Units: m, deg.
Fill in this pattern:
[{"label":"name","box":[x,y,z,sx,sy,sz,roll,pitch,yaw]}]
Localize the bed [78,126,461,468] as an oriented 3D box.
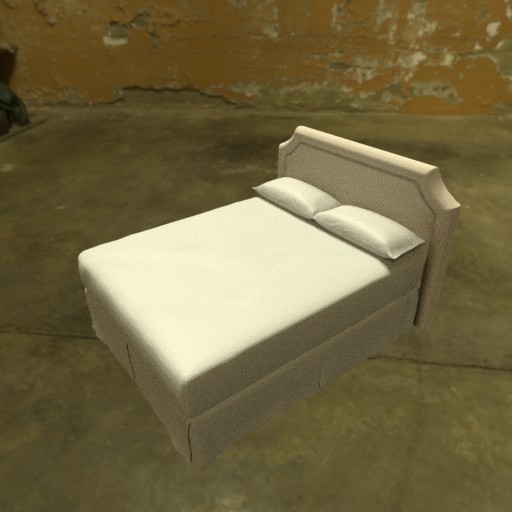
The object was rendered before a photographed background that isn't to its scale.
[{"label":"bed","box":[0.000,0.000,3.275,2.164,1.297,1.828,-22,37,-32]}]
